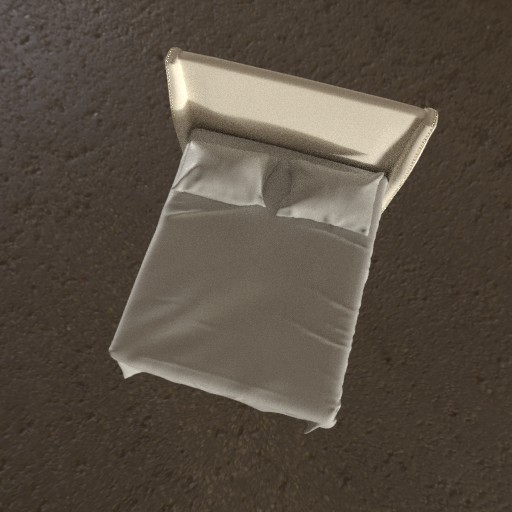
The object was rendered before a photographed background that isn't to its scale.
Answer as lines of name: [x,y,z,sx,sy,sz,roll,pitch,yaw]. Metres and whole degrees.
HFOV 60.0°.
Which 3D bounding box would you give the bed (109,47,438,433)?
bed: [0.000,0.000,3.338,1.925,1.332,2.276,15,73,5]
